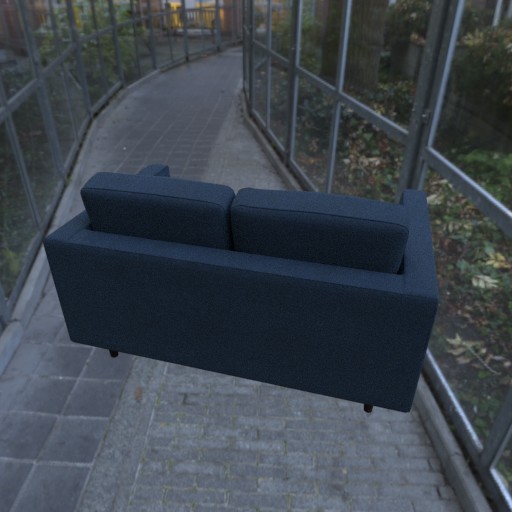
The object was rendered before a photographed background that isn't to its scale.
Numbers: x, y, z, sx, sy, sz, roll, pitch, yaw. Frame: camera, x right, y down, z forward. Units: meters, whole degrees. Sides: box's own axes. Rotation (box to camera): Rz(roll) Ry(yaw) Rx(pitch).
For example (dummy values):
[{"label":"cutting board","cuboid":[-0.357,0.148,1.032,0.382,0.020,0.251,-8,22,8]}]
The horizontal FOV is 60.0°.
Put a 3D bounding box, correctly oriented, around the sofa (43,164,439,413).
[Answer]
[{"label":"sofa","cuboid":[0.000,0.000,2.144,1.518,0.930,0.999,8,32,13]}]
